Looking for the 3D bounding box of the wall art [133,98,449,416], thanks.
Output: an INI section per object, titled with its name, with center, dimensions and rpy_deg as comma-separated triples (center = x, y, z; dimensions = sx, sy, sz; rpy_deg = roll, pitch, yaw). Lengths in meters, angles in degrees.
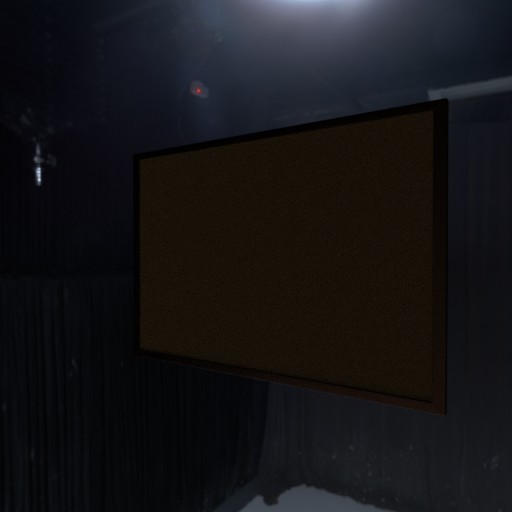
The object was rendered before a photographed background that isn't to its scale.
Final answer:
[wall art]
center = 0.000, 0.000, 1.013
dimensions = 0.816, 0.559, 0.014
rpy_deg = 0, 1, 34
